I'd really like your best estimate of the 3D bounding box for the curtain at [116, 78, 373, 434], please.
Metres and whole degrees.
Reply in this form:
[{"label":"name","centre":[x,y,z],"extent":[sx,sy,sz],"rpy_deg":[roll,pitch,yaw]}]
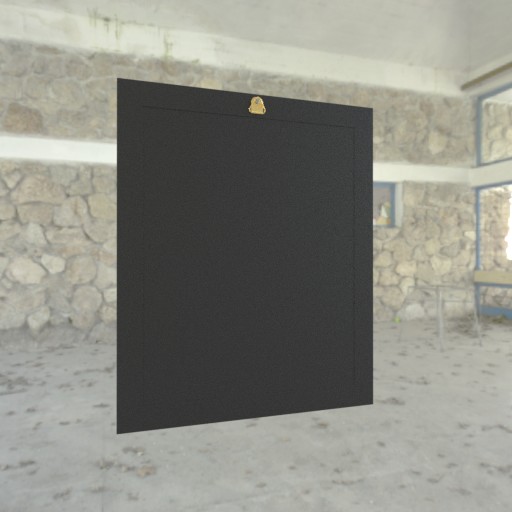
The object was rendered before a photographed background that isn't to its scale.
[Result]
[{"label":"curtain","centre":[0.000,0.000,0.806],"extent":[0.483,0.585,0.027],"rpy_deg":[0,0,-18]}]
